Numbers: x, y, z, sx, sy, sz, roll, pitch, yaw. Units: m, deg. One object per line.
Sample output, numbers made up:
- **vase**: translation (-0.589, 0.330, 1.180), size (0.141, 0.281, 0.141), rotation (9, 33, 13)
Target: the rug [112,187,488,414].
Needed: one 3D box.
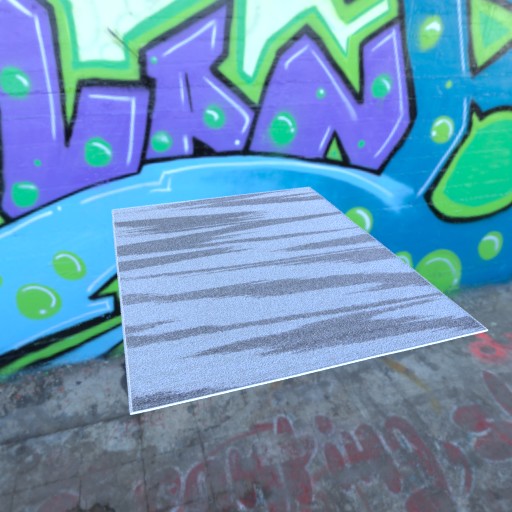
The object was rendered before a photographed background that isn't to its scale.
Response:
- **rug**: translation (0.000, 0.000, 3.897), size (2.353, 0.014, 2.945), rotation (-9, 30, -16)
